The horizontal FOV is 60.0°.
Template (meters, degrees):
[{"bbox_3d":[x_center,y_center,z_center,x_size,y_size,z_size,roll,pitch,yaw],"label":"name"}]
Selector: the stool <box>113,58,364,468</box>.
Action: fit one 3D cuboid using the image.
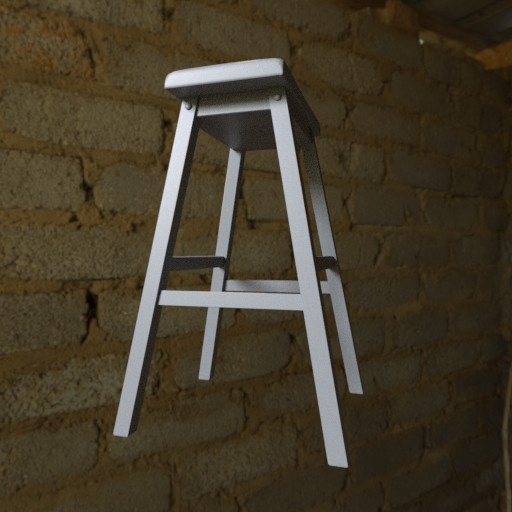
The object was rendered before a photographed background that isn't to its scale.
[{"bbox_3d":[0.000,0.000,1.059,0.476,0.737,0.457,0,0,17],"label":"stool"}]
